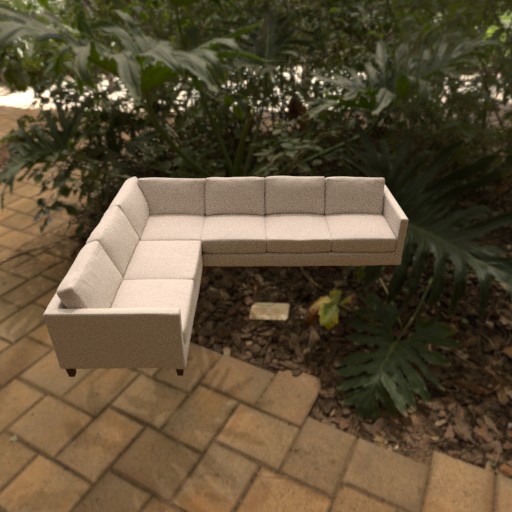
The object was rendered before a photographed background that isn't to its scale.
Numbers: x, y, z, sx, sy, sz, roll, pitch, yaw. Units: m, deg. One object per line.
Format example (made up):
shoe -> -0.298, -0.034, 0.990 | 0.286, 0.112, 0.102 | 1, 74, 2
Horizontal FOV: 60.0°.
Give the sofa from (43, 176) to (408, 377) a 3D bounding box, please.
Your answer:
sofa -> 0.000, 0.000, 4.424 | 3.182, 0.863, 2.432 | 0, 32, -1
